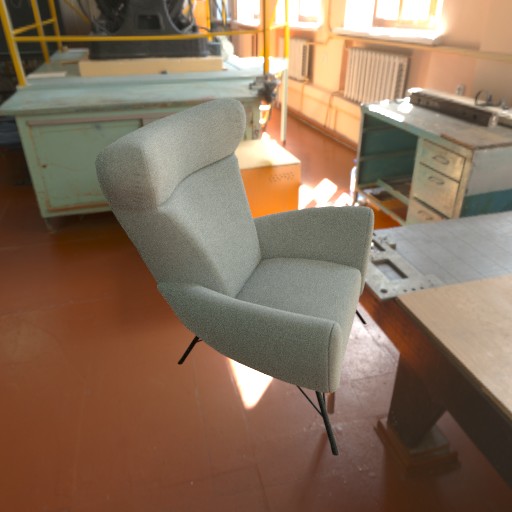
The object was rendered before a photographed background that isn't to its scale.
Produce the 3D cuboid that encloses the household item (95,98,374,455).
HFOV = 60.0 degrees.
[{"bbox_3d":[0.000,0.000,1.774,0.900,1.050,0.980,10,31,17],"label":"household item"}]
